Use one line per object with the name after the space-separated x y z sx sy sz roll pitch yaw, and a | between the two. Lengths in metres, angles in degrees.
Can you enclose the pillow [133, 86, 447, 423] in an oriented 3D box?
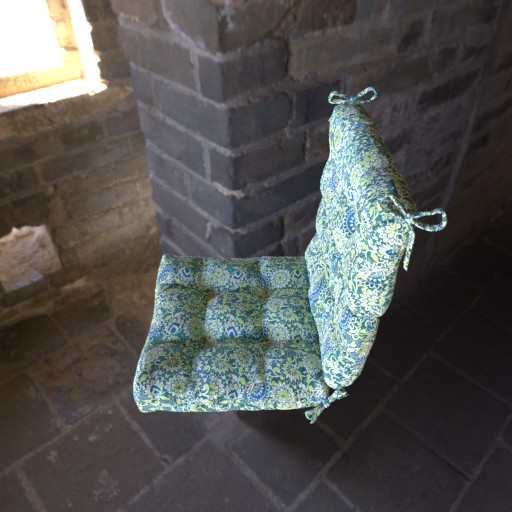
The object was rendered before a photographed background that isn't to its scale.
0.000 0.000 1.017 0.571 0.605 0.519 -1 41 -1 | pillow
